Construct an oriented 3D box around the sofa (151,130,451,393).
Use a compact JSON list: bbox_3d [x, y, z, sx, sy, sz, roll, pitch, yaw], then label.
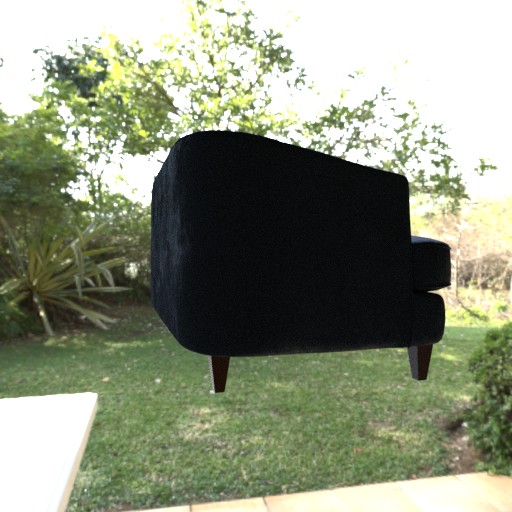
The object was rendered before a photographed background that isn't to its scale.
[{"bbox_3d":[0.000,0.000,2.204,0.941,0.854,1.733,0,1,-18],"label":"sofa"}]
